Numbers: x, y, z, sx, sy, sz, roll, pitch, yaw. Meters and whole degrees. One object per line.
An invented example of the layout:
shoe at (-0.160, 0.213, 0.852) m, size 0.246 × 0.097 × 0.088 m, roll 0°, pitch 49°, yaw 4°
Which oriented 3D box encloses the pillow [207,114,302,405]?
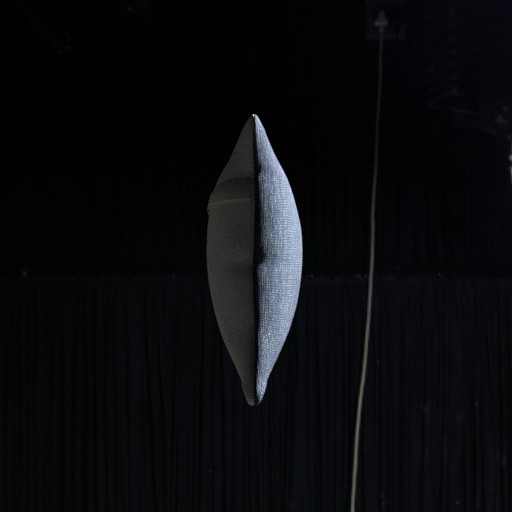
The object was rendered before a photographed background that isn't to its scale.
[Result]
pillow at (0.000, 0.000, 0.747) m, size 0.148 × 0.307 × 0.604 m, roll 0°, pitch 1°, yaw 0°
